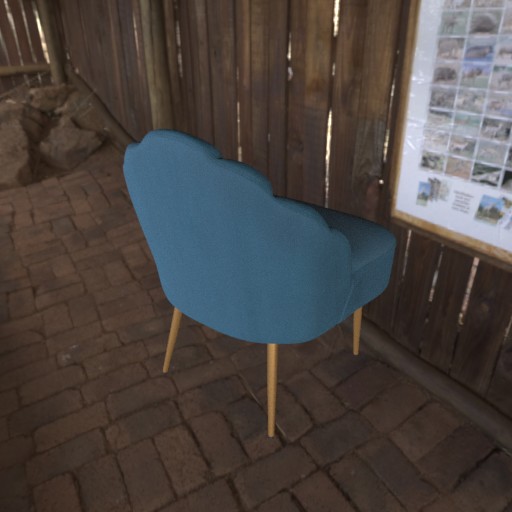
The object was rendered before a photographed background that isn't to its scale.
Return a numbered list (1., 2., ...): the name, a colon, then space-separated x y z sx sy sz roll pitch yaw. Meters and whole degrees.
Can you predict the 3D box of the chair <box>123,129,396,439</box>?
1. chair: 0.000 0.000 1.282 0.657 0.819 0.599 19 34 32
